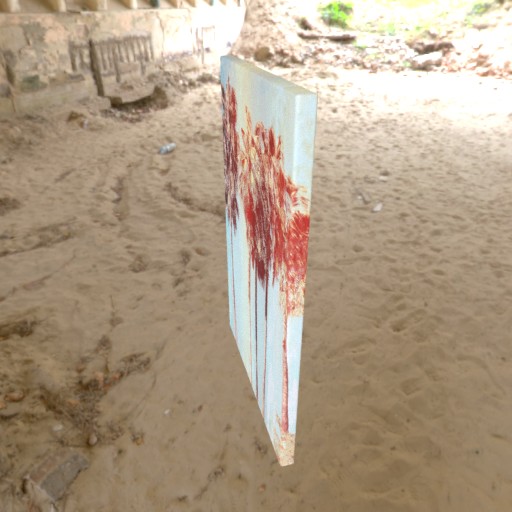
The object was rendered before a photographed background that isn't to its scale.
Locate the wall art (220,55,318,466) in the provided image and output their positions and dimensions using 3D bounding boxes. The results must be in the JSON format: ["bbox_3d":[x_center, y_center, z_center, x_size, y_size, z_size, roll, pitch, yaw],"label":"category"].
[{"bbox_3d":[0.000,0.000,1.170,0.037,0.915,0.605,-8,31,-13],"label":"wall art"}]
